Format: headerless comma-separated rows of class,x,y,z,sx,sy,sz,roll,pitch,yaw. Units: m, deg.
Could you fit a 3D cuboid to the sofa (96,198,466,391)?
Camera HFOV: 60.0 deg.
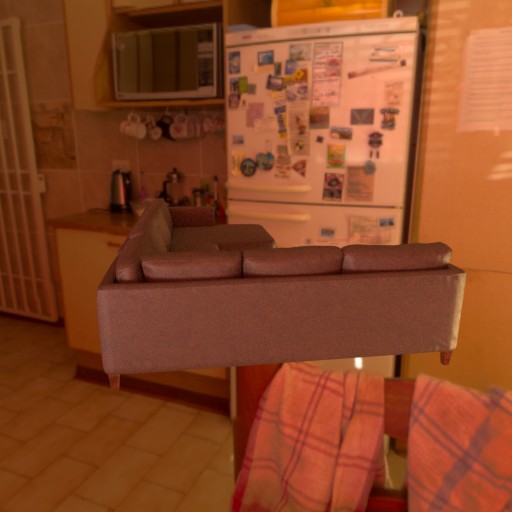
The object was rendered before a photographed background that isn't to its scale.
sofa,0.000,0.000,4.677,2.593,0.923,3.460,-2,15,-8
